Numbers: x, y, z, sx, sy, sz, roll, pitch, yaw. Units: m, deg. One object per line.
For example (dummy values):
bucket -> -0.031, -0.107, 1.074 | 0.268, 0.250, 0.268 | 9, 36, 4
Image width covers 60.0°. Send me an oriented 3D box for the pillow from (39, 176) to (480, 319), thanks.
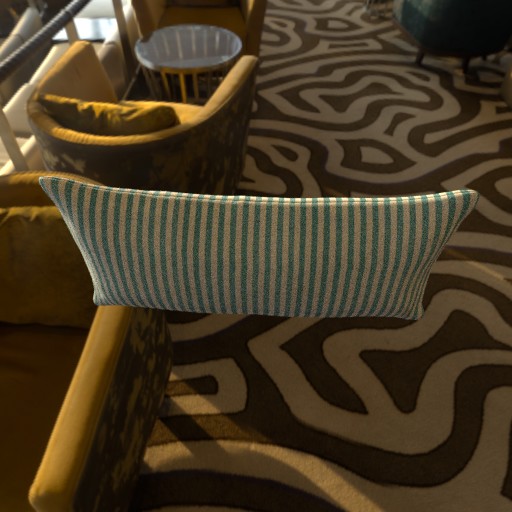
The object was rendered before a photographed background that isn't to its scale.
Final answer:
pillow -> 0.000, 0.000, 0.723 | 0.617, 0.295, 0.151 | 2, 47, 2
